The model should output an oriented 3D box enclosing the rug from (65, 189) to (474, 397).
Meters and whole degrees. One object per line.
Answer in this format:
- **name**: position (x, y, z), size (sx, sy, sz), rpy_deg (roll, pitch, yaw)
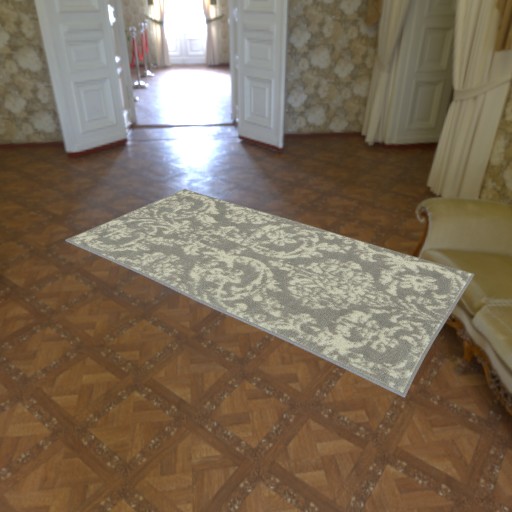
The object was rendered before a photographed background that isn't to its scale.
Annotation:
- **rug**: position (0.000, 0.000, 1.459), size (1.219, 0.007, 0.604), rpy_deg (20, 35, 31)
